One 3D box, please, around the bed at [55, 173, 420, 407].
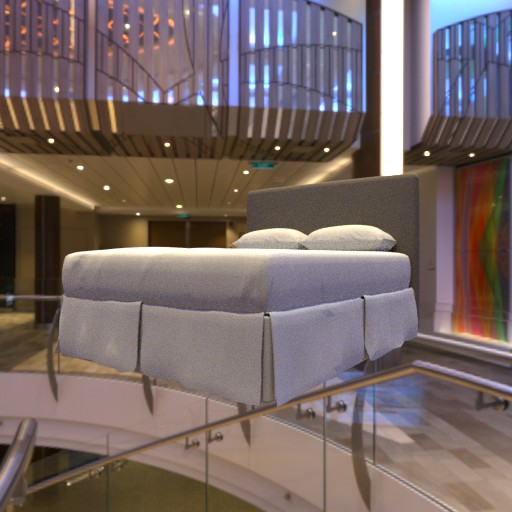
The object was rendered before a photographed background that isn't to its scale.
[{"bbox_3d":[0.000,0.000,3.191,1.748,1.330,2.142,0,0,37],"label":"bed"}]
